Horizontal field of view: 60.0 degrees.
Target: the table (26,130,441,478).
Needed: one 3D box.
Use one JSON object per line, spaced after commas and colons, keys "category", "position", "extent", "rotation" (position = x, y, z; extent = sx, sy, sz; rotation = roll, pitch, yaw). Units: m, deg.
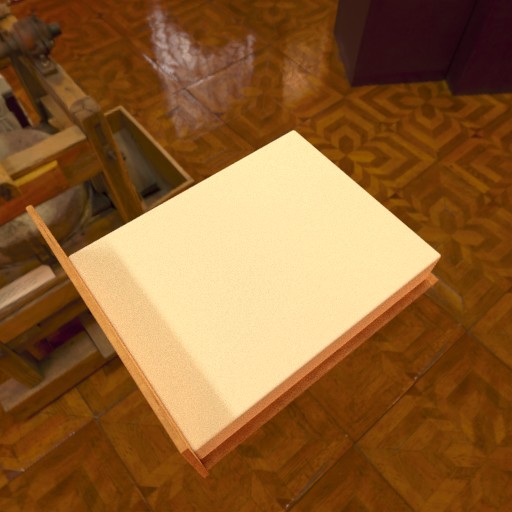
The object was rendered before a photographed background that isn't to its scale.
{"category": "table", "position": [0.000, 0.000, 3.066], "extent": [2.149, 1.041, 1.707], "rotation": [-33, 64, -19]}
